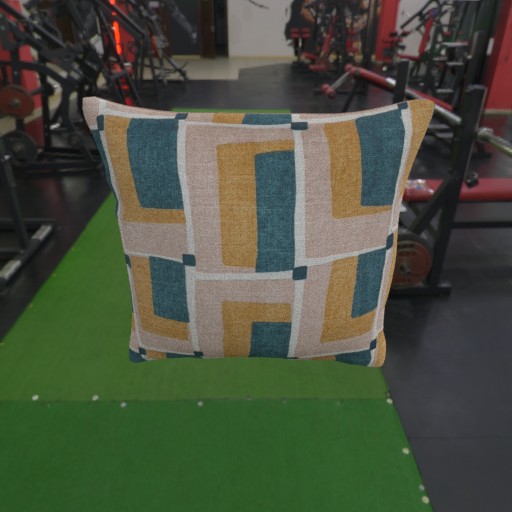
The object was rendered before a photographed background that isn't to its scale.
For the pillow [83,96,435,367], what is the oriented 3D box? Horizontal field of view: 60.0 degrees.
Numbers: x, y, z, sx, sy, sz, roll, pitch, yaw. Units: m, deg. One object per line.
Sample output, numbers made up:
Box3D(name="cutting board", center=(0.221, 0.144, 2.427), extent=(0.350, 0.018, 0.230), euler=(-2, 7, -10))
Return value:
Box3D(name="pillow", center=(0.000, 0.000, 0.706), extent=(0.478, 0.479, 0.158), euler=(1, 30, 2))
